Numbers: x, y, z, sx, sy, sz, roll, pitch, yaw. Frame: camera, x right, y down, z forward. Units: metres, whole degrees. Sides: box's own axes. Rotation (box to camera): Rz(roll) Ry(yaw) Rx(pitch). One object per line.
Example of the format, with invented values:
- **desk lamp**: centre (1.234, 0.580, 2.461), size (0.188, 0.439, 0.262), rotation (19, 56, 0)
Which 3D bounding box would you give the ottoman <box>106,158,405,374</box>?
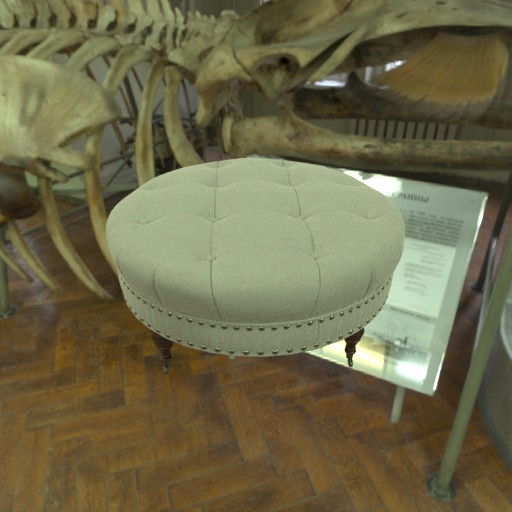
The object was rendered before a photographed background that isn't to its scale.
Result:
- **ottoman**: centre (0.000, 0.000, 1.426), size (0.901, 0.439, 0.901), rotation (0, 29, 0)
